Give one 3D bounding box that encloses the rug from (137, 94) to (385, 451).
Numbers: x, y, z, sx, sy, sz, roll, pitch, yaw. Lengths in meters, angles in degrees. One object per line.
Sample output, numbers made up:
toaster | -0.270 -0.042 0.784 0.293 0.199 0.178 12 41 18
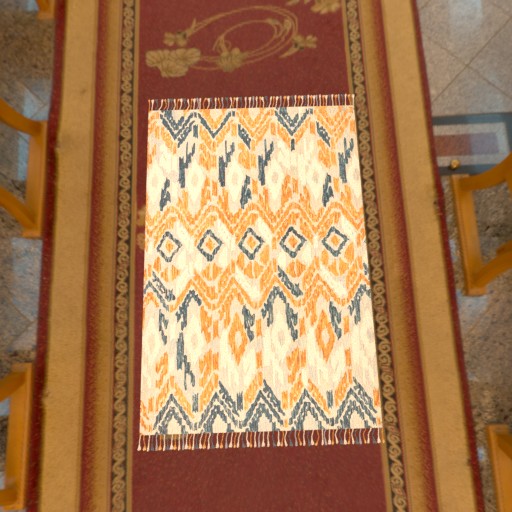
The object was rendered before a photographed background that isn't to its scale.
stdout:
rug | 0.000 0.000 3.008 1.533 0.010 2.428 -2 77 0
